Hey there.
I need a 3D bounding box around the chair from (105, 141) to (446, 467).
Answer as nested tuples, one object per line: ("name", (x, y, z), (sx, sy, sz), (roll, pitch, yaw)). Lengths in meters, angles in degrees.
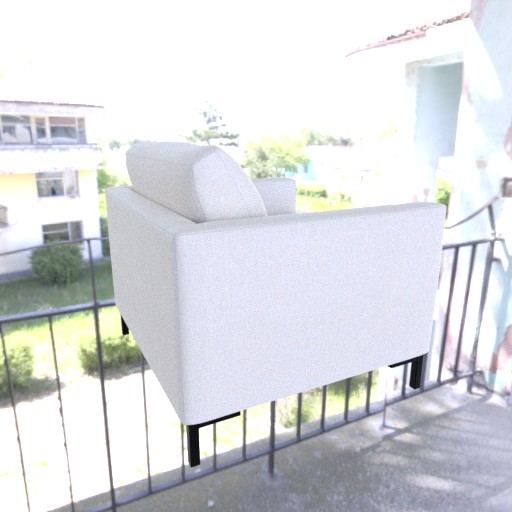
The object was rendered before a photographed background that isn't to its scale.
("chair", (0.000, 0.000, 1.602), (0.875, 0.806, 0.964), (-8, 17, -26))
